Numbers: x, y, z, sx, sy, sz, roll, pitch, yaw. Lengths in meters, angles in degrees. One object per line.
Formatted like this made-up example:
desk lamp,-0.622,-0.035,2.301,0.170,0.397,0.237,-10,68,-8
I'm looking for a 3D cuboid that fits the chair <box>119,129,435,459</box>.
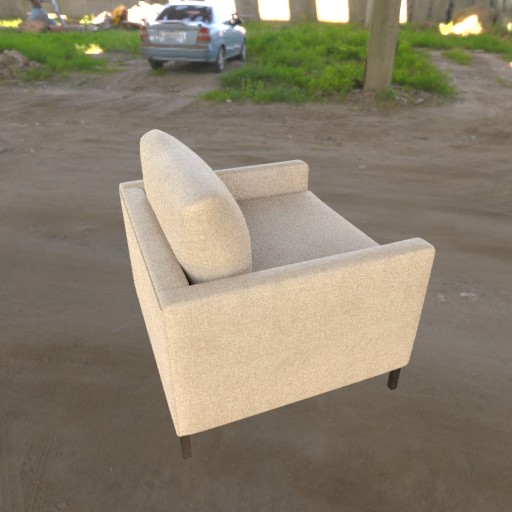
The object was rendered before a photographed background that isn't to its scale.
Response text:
chair,0.000,0.000,1.692,0.866,0.861,0.963,-11,32,-18
